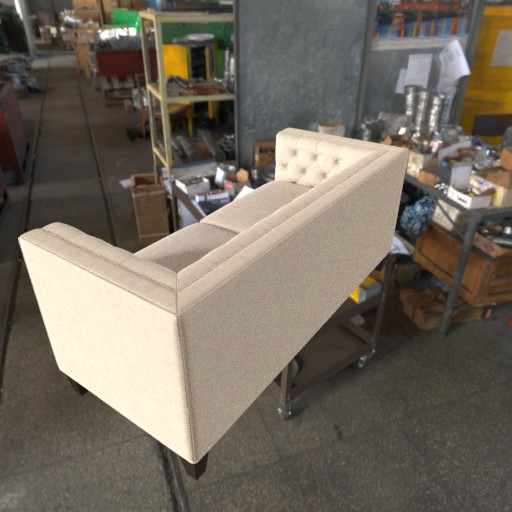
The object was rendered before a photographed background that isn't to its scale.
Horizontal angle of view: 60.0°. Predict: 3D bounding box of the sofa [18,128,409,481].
[{"bbox_3d":[0.000,0.000,2.151,0.775,0.762,1.778,20,36,30],"label":"sofa"}]
